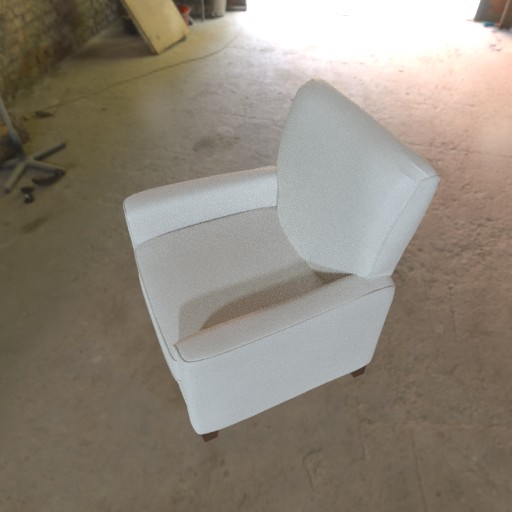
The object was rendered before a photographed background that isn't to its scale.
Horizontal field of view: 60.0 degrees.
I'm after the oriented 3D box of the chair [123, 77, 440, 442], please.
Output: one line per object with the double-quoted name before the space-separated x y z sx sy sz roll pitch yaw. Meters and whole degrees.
"chair" 0.000 0.000 1.668 0.858 1.028 0.841 -18 49 -16
